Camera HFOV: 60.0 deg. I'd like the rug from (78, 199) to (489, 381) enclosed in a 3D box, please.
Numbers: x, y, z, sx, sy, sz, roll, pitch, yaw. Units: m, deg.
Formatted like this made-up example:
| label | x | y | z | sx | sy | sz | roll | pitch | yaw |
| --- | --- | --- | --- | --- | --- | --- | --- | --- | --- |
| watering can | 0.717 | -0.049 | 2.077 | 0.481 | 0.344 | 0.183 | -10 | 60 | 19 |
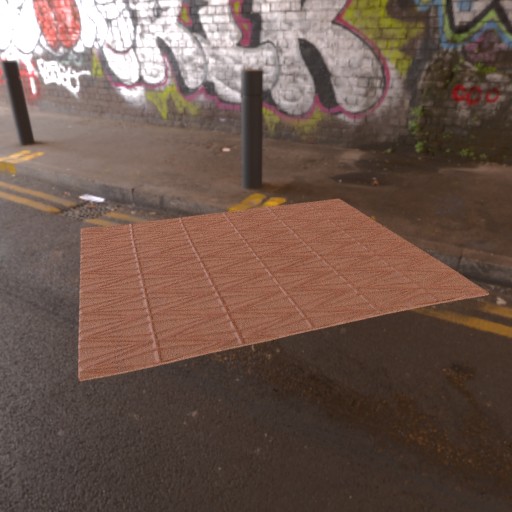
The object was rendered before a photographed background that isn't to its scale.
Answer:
| label | x | y | z | sx | sy | sz | roll | pitch | yaw |
| --- | --- | --- | --- | --- | --- | --- | --- | --- | --- |
| rug | 0.000 | 0.000 | 4.067 | 3.052 | 0.043 | 2.453 | -9 | 27 | -17 |
